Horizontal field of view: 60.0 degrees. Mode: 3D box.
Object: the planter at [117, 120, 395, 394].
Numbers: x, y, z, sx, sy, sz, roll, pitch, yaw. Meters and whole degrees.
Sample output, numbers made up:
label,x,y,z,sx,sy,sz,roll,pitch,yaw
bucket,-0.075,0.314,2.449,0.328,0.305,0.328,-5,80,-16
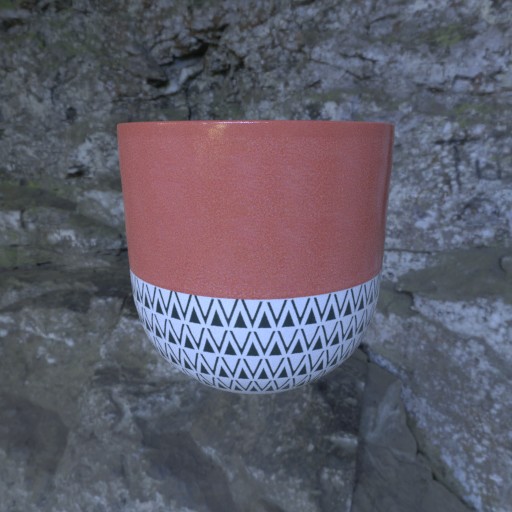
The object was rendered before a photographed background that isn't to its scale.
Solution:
label,x,y,z,sx,sy,sz,roll,pitch,yaw
planter,0.000,0.000,0.476,0.266,0.270,0.266,0,15,0
